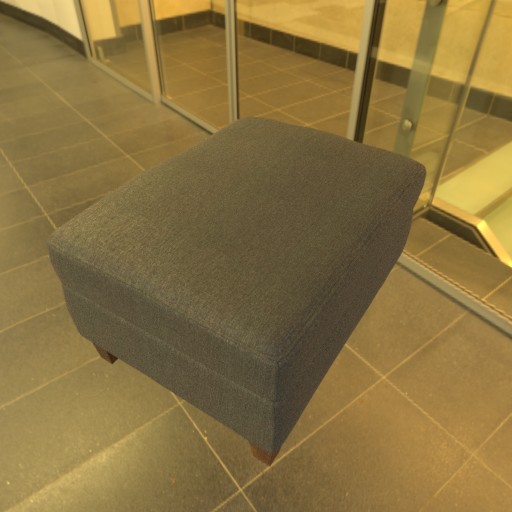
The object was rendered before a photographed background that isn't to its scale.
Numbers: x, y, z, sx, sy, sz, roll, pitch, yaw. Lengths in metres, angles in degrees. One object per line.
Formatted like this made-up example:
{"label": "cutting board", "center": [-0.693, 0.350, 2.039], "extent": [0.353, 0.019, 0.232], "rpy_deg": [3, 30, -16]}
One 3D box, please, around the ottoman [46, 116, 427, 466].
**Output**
{"label": "ottoman", "center": [0.000, 0.000, 1.217], "extent": [0.639, 0.496, 0.826], "rpy_deg": [23, 45, 25]}
